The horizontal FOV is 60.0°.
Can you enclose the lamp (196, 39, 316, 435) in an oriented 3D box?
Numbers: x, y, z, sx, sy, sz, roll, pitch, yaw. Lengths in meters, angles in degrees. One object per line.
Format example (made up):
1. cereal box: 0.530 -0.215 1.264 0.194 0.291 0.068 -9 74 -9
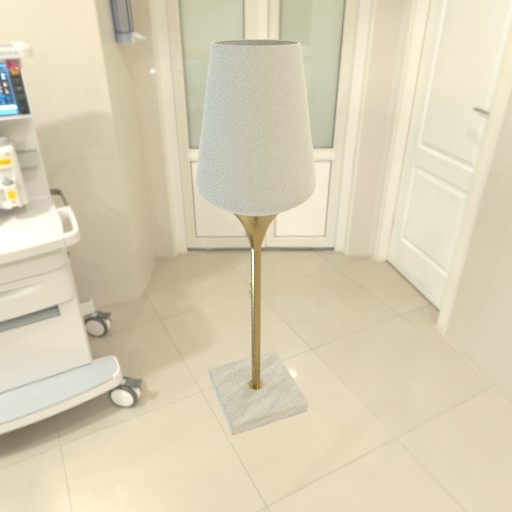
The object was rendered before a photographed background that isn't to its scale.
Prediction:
1. lamp: 0.000 0.000 0.733 0.181 0.639 0.181 -11 31 -18
